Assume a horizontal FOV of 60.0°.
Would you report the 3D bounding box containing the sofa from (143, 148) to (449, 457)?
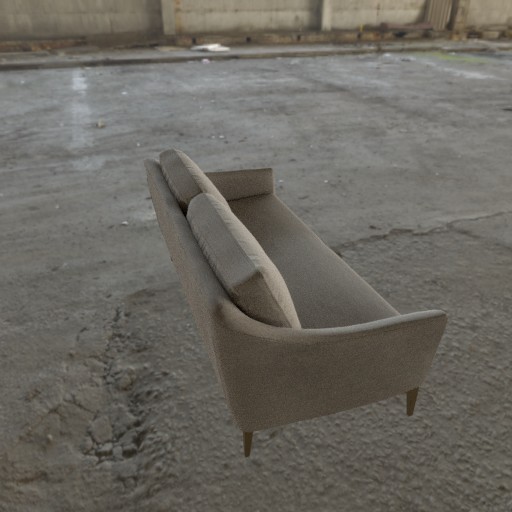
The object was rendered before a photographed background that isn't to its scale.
[{"bbox_3d":[0.000,0.000,2.569,0.980,0.913,2.036,-10,31,-17],"label":"sofa"}]
